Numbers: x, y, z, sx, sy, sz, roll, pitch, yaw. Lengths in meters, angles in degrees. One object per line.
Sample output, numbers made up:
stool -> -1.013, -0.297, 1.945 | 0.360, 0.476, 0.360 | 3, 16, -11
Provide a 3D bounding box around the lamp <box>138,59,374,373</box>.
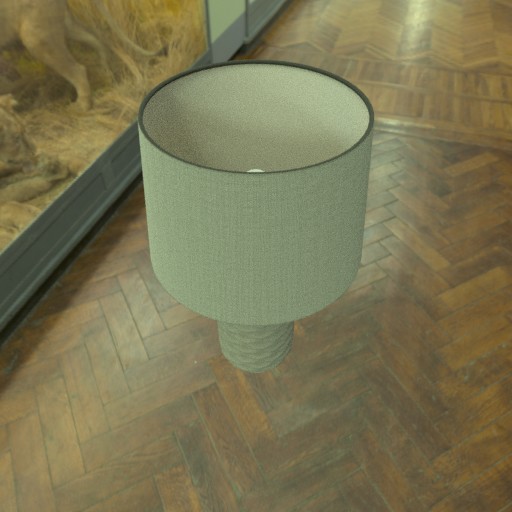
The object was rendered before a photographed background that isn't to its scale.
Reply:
lamp -> 0.000, 0.000, 0.828 | 0.376, 0.594, 0.376 | 0, 45, 0
